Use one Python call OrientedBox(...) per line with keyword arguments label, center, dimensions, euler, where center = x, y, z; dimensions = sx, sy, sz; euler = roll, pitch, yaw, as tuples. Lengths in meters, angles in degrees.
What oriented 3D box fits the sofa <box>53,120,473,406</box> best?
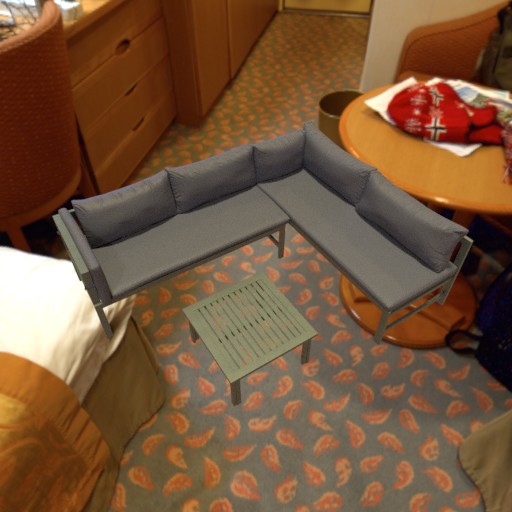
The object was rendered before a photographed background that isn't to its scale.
OrientedBox(label="sofa", center=(0.000, 0.000, 3.007), dimensions=(2.149, 0.762, 1.658), euler=(-24, 50, -22))
